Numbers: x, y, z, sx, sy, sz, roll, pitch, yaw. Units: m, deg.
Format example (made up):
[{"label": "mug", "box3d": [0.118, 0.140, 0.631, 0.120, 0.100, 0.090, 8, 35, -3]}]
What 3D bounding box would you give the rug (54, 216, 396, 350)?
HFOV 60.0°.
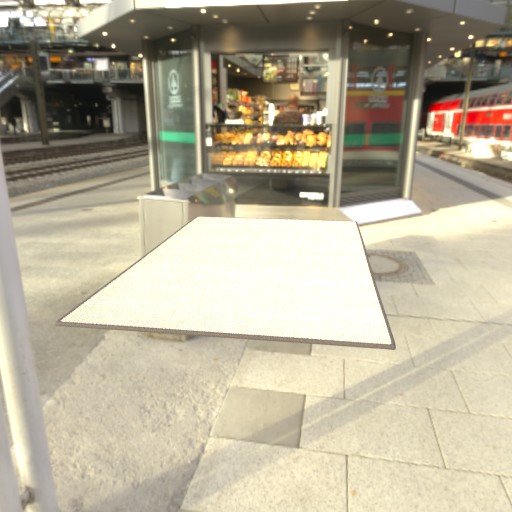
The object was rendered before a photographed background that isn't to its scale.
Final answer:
[{"label": "rug", "box3d": [0.000, 0.000, 2.133, 1.067, 0.013, 1.676, 3, 17, 8]}]
